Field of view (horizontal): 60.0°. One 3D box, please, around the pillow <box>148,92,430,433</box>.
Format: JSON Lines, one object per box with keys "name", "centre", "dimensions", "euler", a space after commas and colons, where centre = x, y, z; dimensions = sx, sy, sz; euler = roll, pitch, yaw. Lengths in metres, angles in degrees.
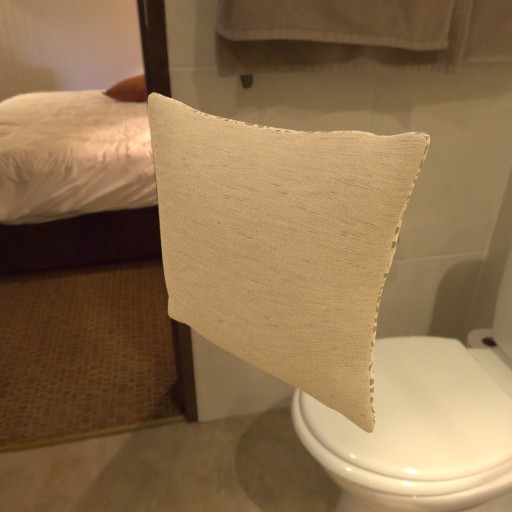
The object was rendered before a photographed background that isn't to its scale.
{"name": "pillow", "centre": [0.000, 0.000, 0.650], "dimensions": [0.438, 0.421, 0.167], "euler": [22, 36, 34]}
